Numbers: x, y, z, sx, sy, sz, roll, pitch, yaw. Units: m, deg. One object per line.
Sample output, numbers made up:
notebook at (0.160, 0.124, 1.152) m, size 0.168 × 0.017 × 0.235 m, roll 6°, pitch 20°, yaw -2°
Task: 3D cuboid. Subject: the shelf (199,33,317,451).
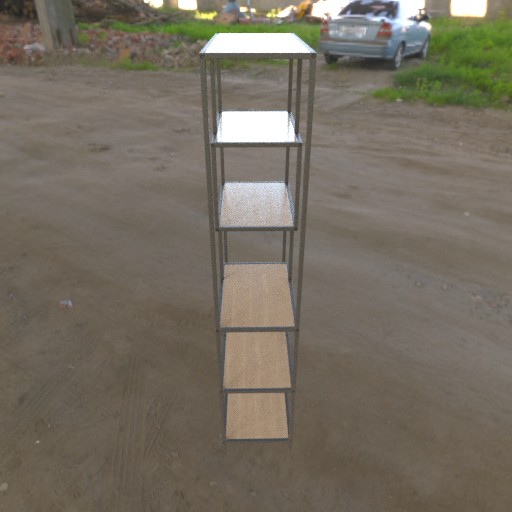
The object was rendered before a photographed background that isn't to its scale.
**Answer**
shelf at (0.000, 0.000, 2.114) m, size 0.350 × 1.850 × 0.770 m, roll 0°, pitch 31°, yaw -1°
